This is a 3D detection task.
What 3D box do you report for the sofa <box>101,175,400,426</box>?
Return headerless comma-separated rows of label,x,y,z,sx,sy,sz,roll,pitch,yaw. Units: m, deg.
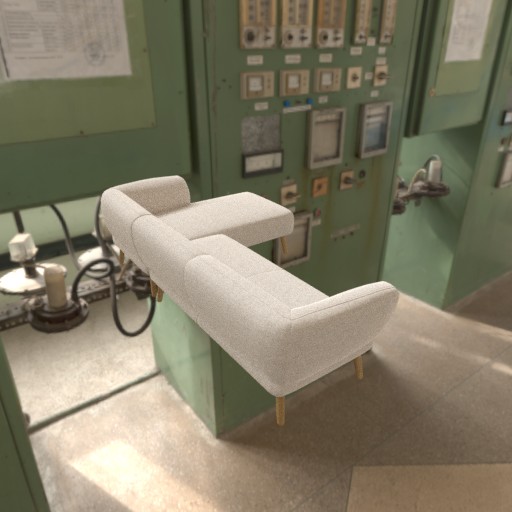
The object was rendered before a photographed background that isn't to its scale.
sofa,0.000,0.000,3.449,1.610,0.730,2.660,-18,31,-32
